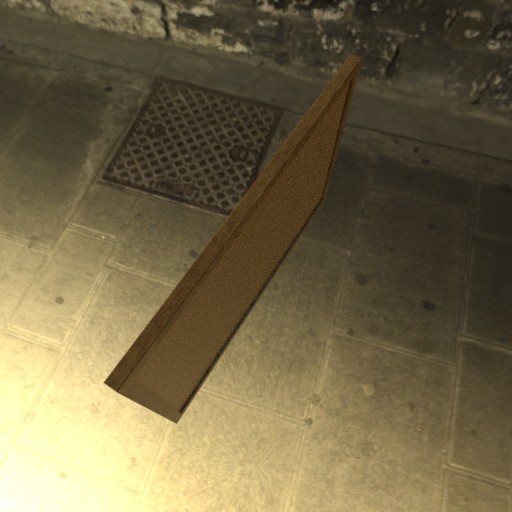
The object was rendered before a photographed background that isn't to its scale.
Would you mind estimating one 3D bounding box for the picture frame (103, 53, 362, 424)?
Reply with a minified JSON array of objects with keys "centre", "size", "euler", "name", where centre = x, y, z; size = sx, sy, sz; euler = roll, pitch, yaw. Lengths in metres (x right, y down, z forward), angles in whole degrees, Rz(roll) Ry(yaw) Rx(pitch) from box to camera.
[{"centre":[0.000,0.000,1.190],"size":[0.029,0.621,0.922],"euler":[30,68,13],"name":"picture frame"}]
